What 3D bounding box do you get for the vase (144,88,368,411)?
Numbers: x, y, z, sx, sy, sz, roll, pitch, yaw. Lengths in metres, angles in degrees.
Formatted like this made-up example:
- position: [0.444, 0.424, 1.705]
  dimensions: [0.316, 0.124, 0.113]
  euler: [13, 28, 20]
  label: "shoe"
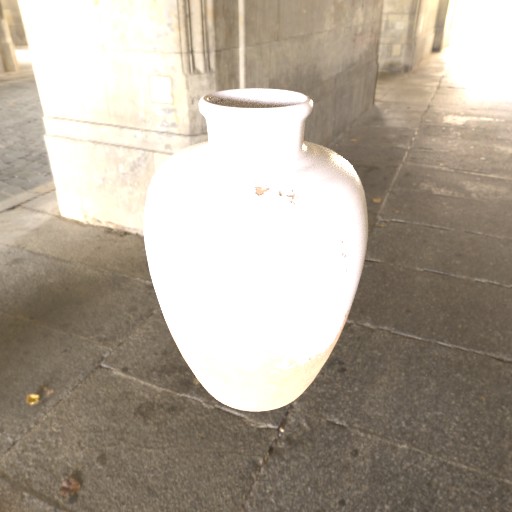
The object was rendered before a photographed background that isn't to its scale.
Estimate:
- position: [0.000, 0.000, 0.333]
  dimensions: [0.158, 0.228, 0.158]
  euler: [0, 30, 0]
  label: "vase"
